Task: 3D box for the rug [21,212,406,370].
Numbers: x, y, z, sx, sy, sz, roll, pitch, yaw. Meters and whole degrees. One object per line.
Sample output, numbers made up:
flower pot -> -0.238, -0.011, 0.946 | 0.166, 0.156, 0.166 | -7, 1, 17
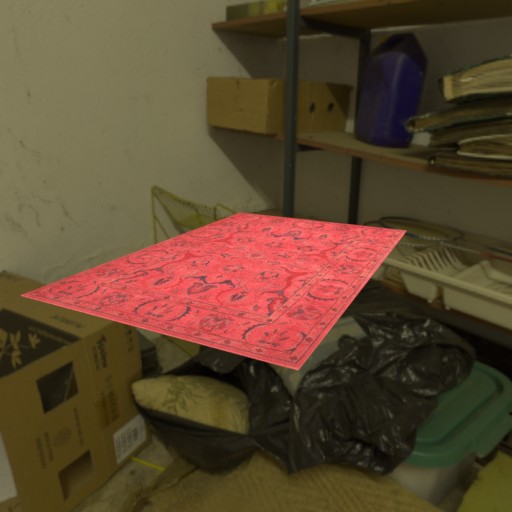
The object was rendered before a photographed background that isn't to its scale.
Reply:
rug -> 0.000, 0.000, 2.299 | 1.209, 0.008, 1.814 | 9, 20, 26
